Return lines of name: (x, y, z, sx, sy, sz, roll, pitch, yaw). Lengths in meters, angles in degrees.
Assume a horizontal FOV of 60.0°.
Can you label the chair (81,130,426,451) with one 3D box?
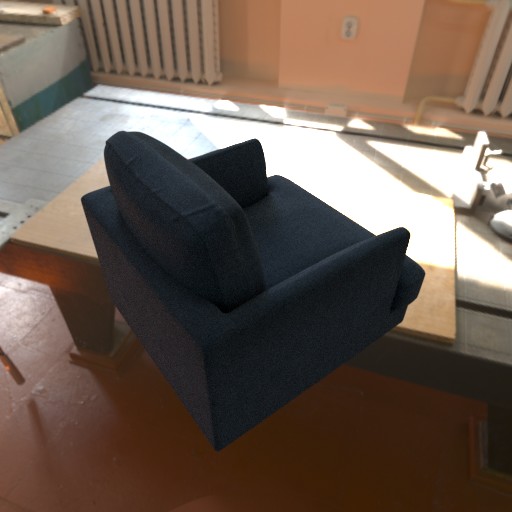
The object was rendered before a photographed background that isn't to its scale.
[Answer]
chair: (0.000, 0.000, 1.605, 0.899, 0.957, 0.858, -26, 47, -27)
